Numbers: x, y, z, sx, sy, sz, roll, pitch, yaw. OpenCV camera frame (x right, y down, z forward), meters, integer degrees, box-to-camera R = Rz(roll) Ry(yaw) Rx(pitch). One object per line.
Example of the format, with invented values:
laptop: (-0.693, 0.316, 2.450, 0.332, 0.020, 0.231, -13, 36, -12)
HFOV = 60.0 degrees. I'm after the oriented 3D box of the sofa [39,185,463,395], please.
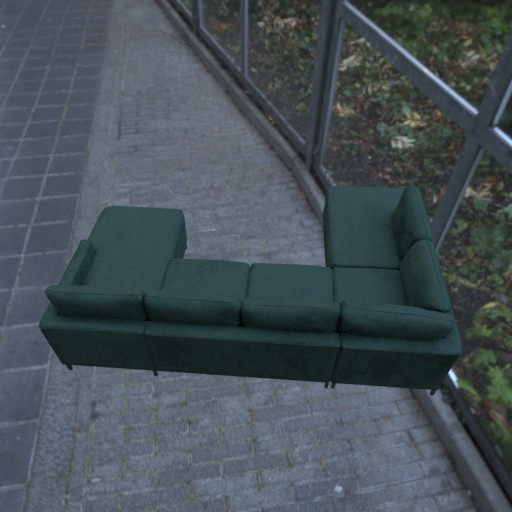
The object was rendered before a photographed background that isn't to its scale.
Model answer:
sofa: (0.000, 0.000, 3.839, 2.994, 0.861, 1.992, 3, 46, 3)
